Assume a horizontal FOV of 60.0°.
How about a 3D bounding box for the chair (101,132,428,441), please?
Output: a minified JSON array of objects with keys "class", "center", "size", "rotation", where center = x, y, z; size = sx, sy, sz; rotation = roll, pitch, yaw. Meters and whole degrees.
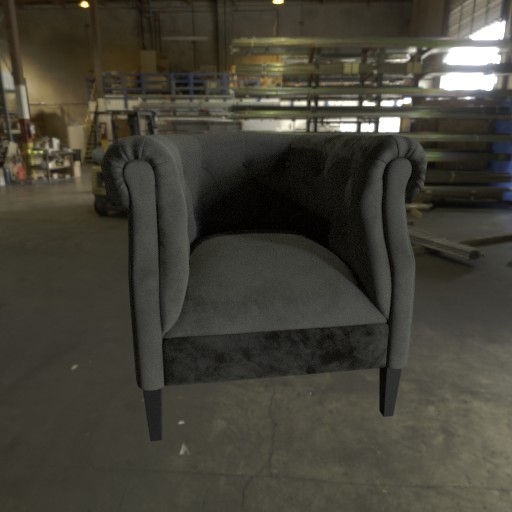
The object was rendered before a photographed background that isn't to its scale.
[{"class":"chair","center":[0.000,0.000,1.547],"size":[0.904,0.826,0.851],"rotation":[-3,16,-9]}]
